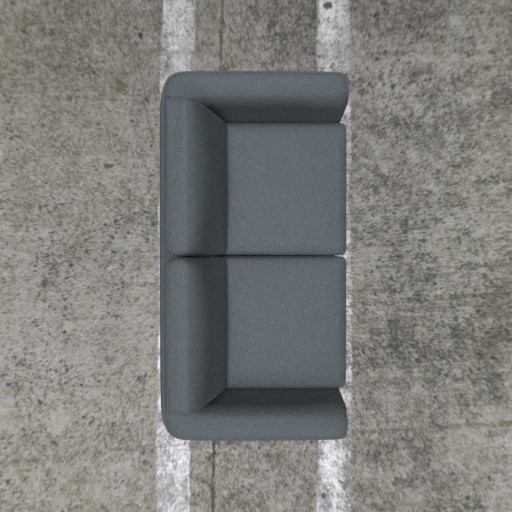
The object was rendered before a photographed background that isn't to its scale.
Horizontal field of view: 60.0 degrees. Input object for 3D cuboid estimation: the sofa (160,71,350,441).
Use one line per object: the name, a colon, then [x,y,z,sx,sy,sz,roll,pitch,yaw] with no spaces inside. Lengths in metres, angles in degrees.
sofa: [0.000,0.000,2.214,0.920,0.850,1.700,0,91,0]
